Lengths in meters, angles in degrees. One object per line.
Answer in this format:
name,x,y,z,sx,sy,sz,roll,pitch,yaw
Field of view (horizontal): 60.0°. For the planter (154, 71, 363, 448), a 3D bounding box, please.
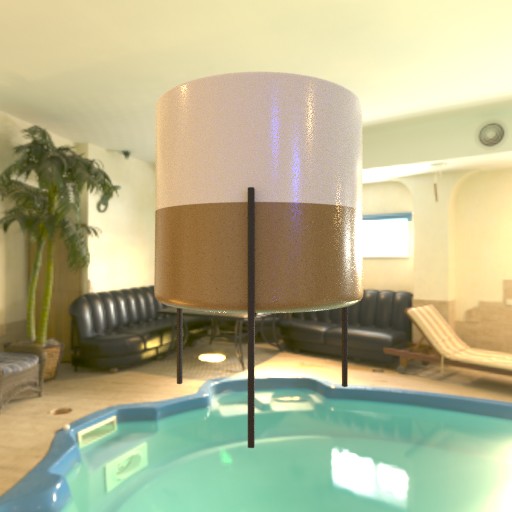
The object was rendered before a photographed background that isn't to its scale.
planter,0.000,0.000,0.659,0.310,0.432,0.310,0,0,19
